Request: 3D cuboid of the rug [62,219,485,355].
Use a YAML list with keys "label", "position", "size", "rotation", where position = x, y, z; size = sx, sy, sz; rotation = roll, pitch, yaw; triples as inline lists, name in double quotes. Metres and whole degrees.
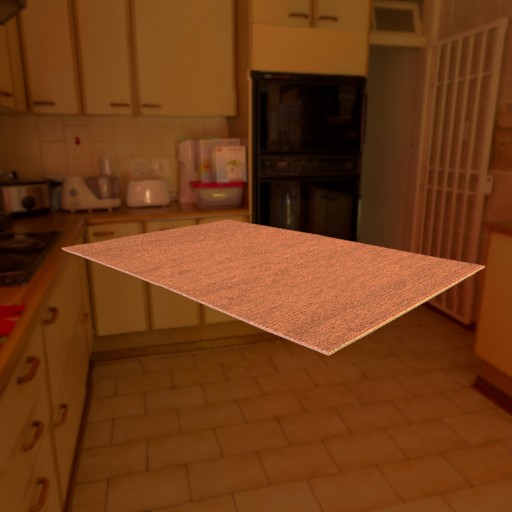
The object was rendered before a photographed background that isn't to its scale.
- label: "rug"
  position: [0.000, 0.000, 2.934]
  size: [2.338, 0.030, 1.616]
  rotation: [14, 20, 43]
